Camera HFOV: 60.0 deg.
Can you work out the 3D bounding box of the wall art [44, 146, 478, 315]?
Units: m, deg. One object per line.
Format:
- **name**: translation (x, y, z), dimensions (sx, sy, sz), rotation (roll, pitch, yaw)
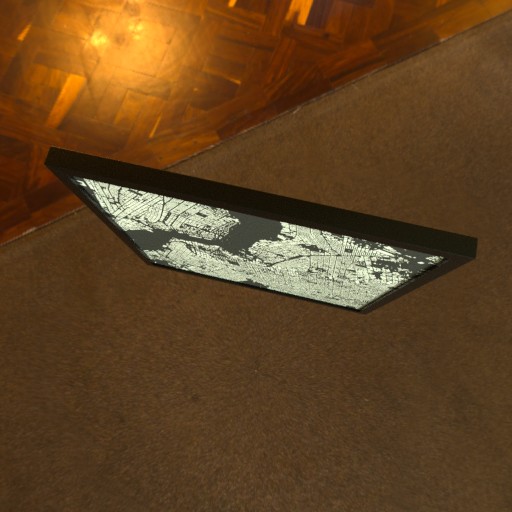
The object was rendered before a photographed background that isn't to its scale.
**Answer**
- **wall art**: translation (0.000, 0.000, 1.125), dimensions (0.755, 0.761, 0.038), rotation (13, 76, 3)
